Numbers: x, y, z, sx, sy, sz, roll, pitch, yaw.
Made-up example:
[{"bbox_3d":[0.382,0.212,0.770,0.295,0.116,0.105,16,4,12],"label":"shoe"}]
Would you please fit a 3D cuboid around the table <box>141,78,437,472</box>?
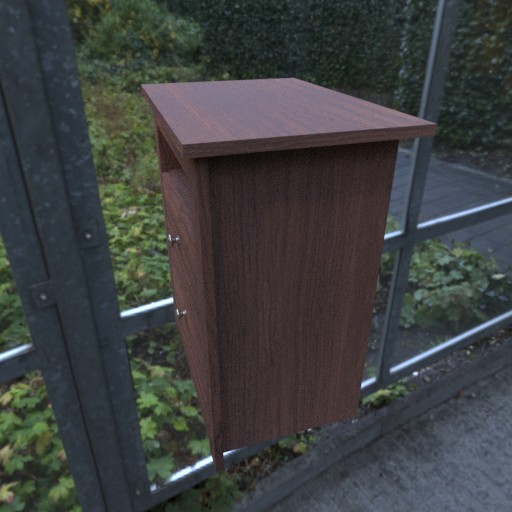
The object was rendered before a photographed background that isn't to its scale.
[{"bbox_3d":[0.000,0.000,1.057,0.406,0.711,0.589,-9,30,-16],"label":"table"}]
